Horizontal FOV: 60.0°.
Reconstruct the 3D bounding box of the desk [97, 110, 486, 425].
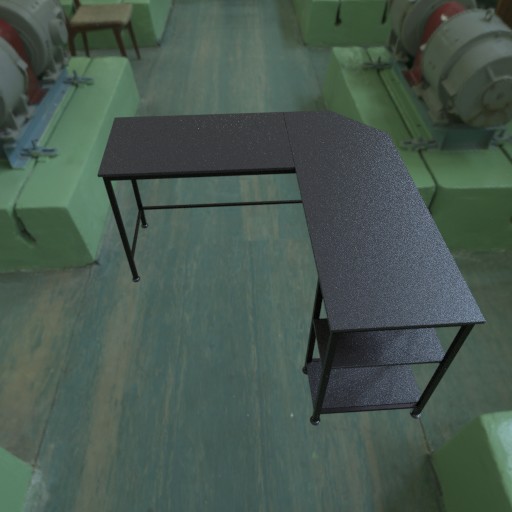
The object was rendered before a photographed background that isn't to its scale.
[{"bbox_3d":[0.000,0.000,2.125,1.379,0.739,1.379,-3,46,-3],"label":"desk"}]
